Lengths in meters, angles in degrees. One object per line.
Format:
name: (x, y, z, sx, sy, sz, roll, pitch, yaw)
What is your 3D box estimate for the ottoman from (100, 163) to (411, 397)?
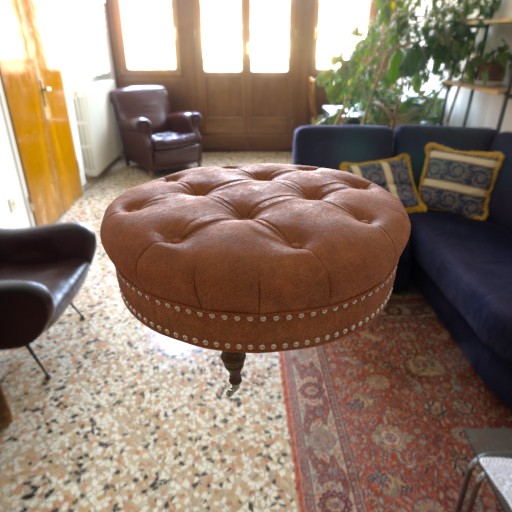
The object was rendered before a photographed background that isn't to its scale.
ottoman: (0.000, 0.000, 1.405, 0.901, 0.444, 0.901, 0, 26, 0)
